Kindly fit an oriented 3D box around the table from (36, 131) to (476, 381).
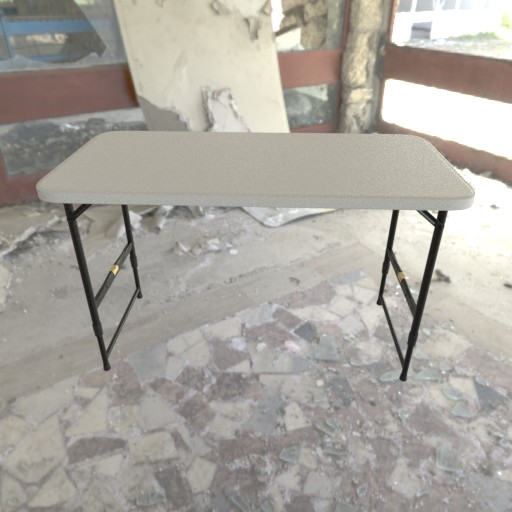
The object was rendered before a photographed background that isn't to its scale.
[{"bbox_3d":[0.000,0.000,1.617,1.219,0.737,0.610,1,31,2],"label":"table"}]
